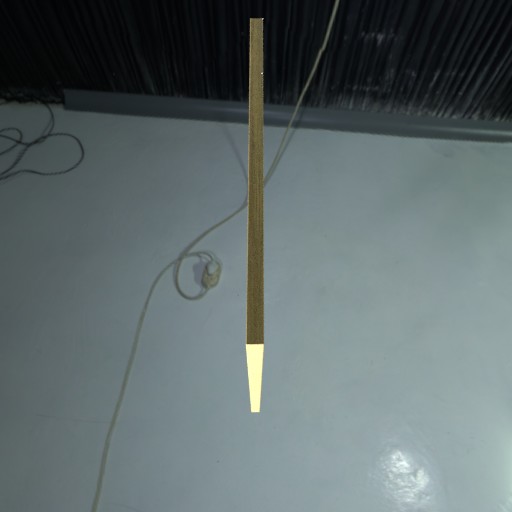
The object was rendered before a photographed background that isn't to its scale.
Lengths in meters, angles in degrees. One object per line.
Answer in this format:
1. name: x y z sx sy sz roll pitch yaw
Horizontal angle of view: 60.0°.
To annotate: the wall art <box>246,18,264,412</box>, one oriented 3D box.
1. wall art: 0.000 0.000 1.354 0.030 1.002 0.798 0 65 0
